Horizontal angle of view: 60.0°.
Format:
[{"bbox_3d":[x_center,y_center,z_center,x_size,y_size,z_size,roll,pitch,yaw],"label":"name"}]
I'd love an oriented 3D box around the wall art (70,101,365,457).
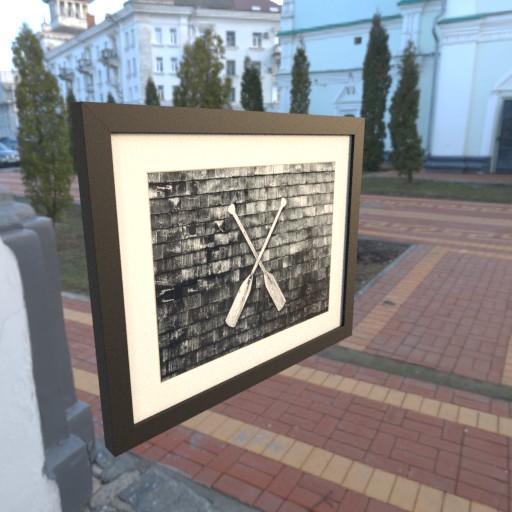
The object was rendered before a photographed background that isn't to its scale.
[{"bbox_3d":[0.000,0.000,0.739,0.558,0.457,0.029,-14,20,-42],"label":"wall art"}]
